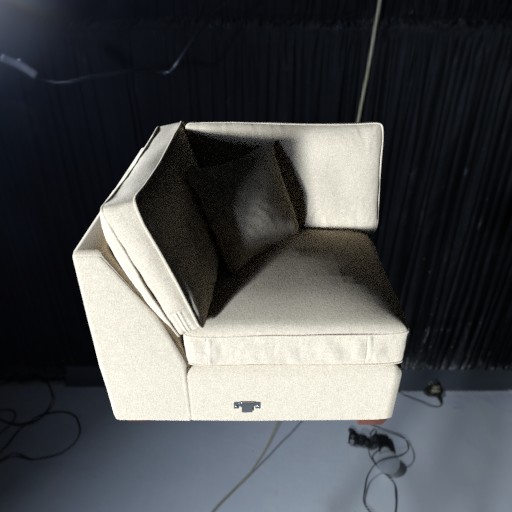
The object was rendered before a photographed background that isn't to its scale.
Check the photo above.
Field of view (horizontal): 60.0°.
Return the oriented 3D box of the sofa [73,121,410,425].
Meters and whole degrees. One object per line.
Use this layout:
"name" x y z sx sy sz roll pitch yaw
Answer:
"sofa" 0.000 0.000 1.945 1.146 1.002 1.084 0 31 -1
